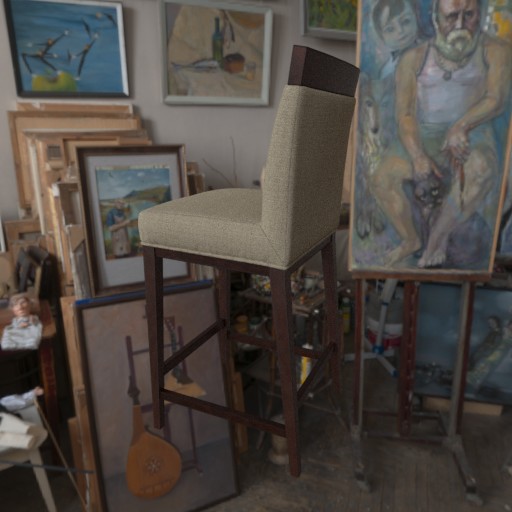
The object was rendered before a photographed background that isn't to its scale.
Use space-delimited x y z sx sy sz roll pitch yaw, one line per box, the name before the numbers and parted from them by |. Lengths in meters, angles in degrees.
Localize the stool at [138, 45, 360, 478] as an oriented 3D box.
stool | 0.000 0.000 1.260 0.480 1.011 0.463 8 18 24
